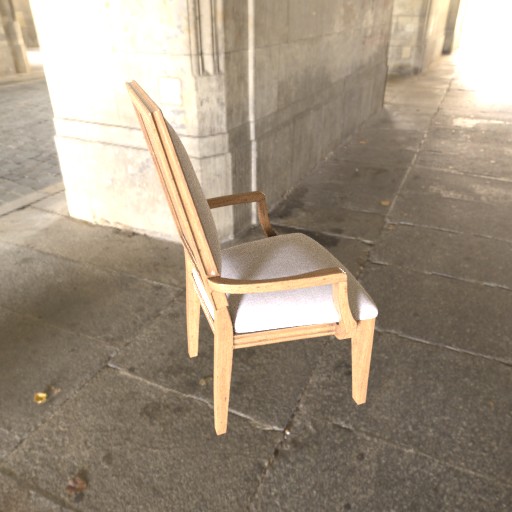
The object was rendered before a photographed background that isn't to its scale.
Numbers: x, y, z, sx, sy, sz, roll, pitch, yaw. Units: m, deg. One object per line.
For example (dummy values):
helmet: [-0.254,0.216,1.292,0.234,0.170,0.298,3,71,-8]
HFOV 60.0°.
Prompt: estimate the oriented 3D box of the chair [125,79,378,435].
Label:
chair: [0.000,0.000,1.360,0.602,0.990,0.606,-10,31,-18]
